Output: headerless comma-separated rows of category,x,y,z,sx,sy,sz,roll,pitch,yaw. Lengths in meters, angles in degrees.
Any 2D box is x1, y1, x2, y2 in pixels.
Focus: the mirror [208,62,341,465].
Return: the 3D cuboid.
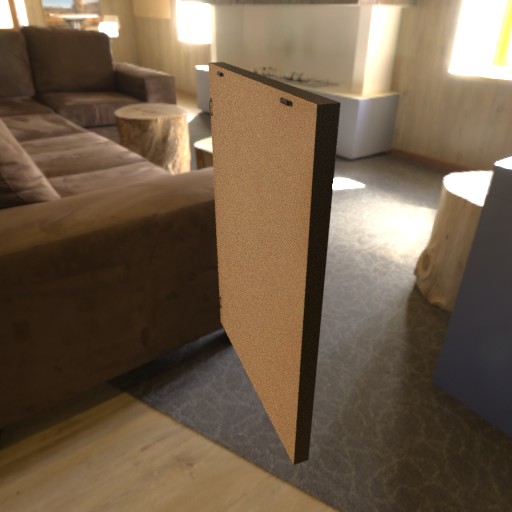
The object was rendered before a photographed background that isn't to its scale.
mirror,0.000,0.000,0.942,0.039,0.710,0.507,-11,31,-18
